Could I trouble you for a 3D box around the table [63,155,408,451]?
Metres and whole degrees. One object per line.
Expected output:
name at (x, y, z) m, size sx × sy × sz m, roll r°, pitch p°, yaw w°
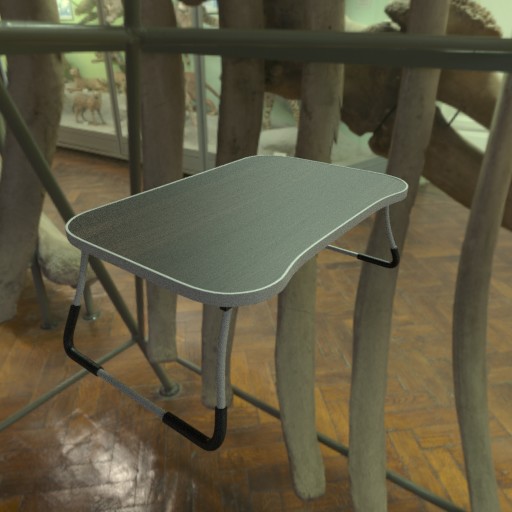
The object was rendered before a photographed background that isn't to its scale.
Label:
table at (0.000, 0.000, 0.868) m, size 0.400 × 0.232 × 0.660 m, roll 19°, pitch 33°, yaw 32°
